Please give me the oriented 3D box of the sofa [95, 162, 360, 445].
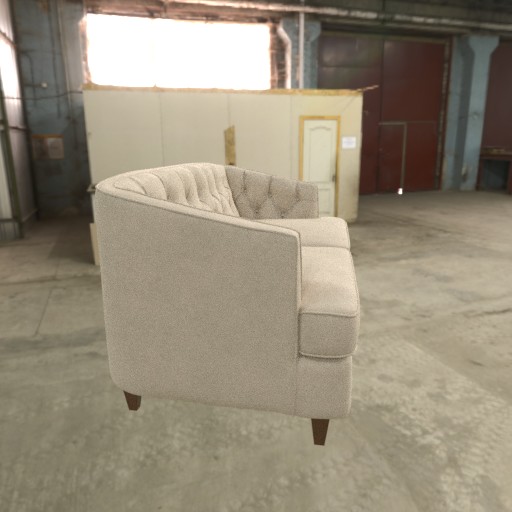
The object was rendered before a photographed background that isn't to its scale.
[{"bbox_3d":[0.000,0.000,2.212,0.940,0.878,1.731,2,15,9],"label":"sofa"}]
